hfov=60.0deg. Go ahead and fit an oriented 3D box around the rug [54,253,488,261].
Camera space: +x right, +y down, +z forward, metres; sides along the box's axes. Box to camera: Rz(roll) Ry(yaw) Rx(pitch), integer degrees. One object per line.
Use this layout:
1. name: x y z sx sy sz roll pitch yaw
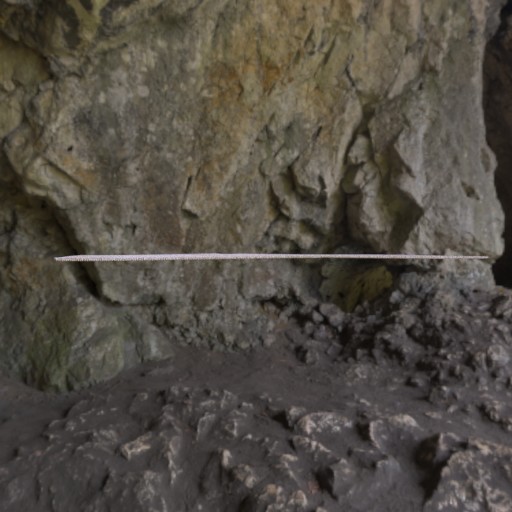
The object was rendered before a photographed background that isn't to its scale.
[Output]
1. rug: 0.000 0.000 2.938 2.283 0.030 1.596 0 1 -18
